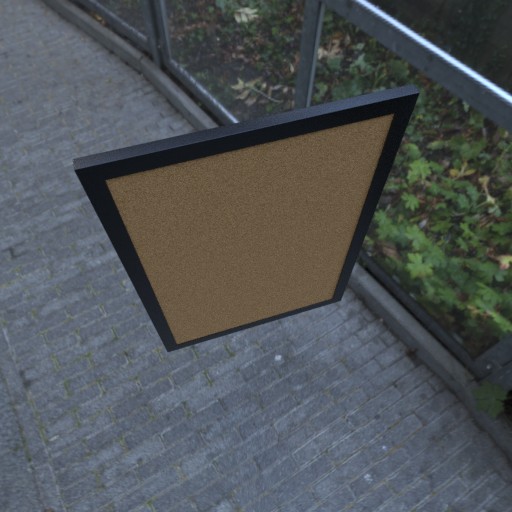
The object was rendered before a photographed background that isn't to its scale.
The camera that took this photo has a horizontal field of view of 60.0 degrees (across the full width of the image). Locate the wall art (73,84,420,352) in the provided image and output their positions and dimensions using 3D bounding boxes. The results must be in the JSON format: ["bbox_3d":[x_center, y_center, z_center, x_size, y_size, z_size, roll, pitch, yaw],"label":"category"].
[{"bbox_3d":[0.000,0.000,0.850,0.462,0.656,0.019,-15,60,-9],"label":"wall art"}]
